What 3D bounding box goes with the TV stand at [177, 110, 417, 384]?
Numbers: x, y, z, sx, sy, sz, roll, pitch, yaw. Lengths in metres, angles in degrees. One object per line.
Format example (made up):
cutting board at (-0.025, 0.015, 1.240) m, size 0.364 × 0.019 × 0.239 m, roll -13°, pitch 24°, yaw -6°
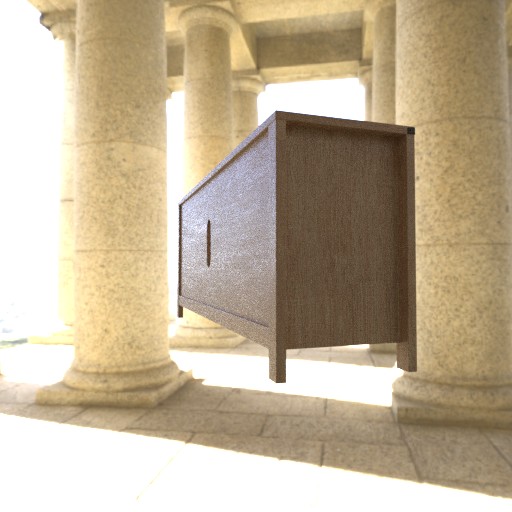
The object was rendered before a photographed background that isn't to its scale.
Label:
TV stand at (0.000, 0.000, 1.740) m, size 0.398 × 0.610 × 1.466 m, roll 1°, pitch -2°, yaw -19°
